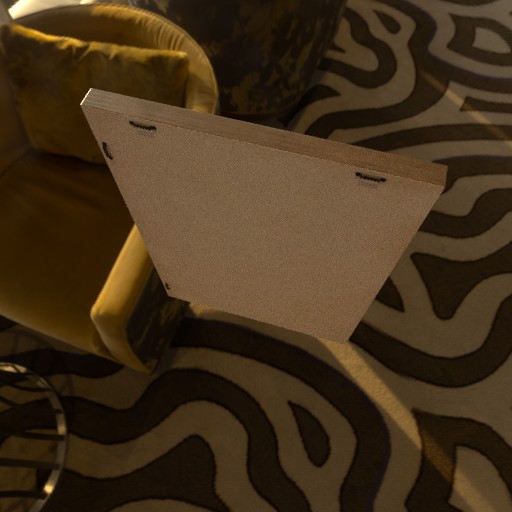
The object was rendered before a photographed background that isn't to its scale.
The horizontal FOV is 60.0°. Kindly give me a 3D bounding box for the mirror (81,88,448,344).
[{"bbox_3d":[0.000,0.000,0.914,0.507,0.710,0.040,14,64,7],"label":"mirror"}]
